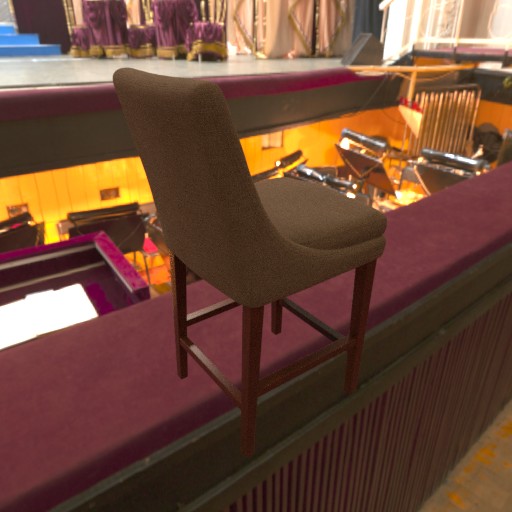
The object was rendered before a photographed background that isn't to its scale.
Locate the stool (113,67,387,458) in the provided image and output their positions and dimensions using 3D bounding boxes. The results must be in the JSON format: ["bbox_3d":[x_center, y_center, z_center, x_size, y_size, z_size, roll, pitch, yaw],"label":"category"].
[{"bbox_3d":[0.000,0.000,1.252,0.577,0.981,0.470,-19,33,-32],"label":"stool"}]
